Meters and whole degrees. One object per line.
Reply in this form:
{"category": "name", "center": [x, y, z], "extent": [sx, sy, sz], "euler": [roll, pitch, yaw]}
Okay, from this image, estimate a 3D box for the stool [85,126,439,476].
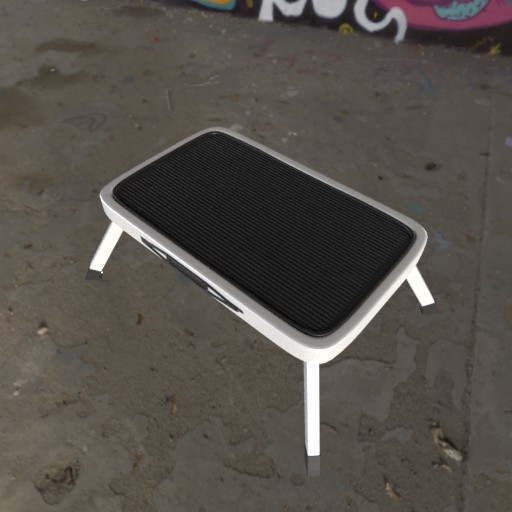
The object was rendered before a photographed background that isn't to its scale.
{"category": "stool", "center": [0.000, 0.000, 0.624], "extent": [0.460, 0.170, 0.320], "euler": [33, 55, 27]}
